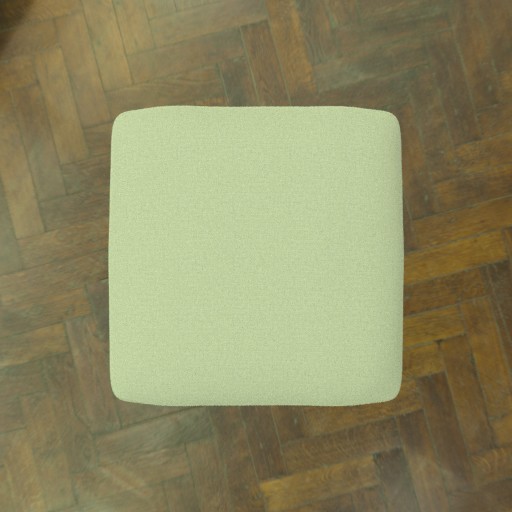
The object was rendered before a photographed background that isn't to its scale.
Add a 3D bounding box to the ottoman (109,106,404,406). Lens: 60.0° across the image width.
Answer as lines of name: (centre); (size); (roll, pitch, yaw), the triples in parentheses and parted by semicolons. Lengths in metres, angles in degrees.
ottoman: (0.000, 0.000, 1.588); (0.977, 0.467, 0.996); (0, 89, 0)
